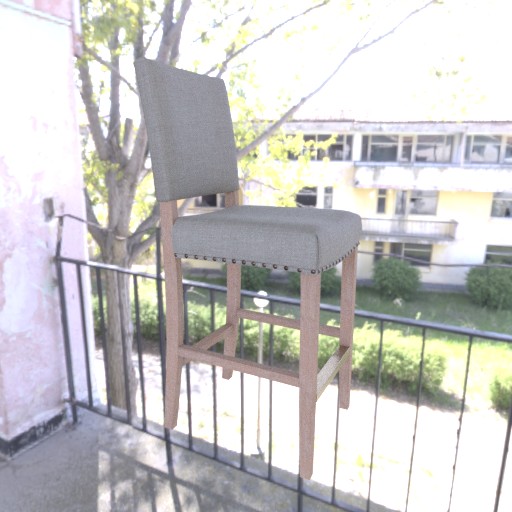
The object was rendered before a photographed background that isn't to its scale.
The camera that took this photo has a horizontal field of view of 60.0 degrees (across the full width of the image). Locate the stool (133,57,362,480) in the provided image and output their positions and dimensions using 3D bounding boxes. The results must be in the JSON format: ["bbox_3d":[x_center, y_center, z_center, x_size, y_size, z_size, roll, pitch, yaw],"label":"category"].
[{"bbox_3d":[0.000,0.000,1.442,0.585,1.173,0.445,7,15,26],"label":"stool"}]
